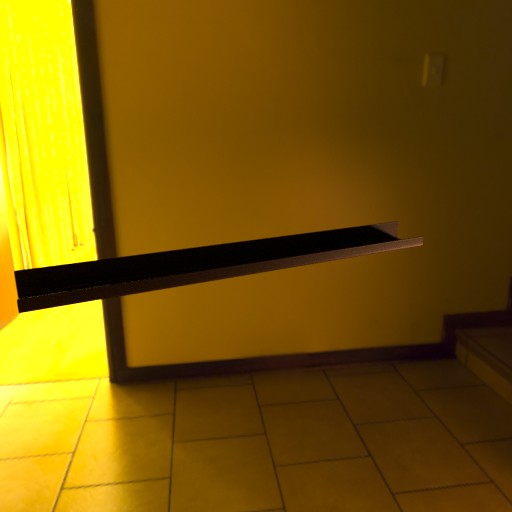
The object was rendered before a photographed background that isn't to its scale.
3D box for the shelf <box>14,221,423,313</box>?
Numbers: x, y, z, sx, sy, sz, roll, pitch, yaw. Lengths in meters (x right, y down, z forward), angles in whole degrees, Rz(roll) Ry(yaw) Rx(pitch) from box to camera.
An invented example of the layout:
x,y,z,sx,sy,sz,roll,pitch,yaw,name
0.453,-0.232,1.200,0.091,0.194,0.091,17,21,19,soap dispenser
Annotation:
x,y,z,sx,sy,sz,roll,pitch,yaw,name
0.000,0.000,0.963,0.924,0.049,0.092,-8,18,-27,shelf
